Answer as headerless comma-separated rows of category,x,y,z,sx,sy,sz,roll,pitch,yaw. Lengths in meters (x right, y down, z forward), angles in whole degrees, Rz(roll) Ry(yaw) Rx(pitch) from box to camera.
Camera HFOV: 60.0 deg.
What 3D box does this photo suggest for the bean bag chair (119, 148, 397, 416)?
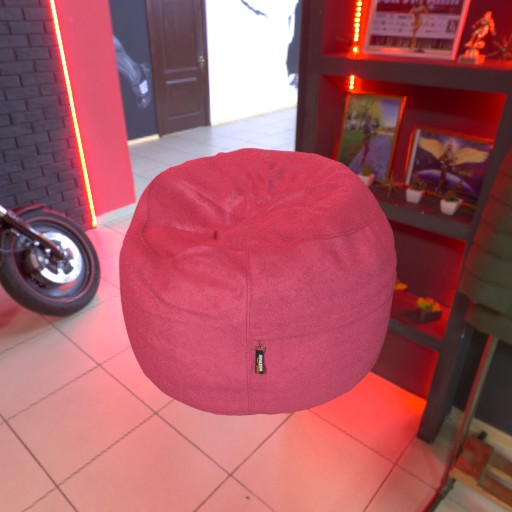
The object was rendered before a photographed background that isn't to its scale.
bean bag chair,0.000,0.000,2.008,1.218,0.788,1.218,0,29,0
